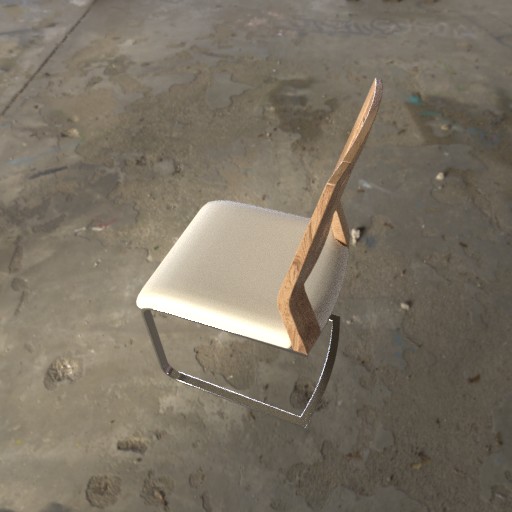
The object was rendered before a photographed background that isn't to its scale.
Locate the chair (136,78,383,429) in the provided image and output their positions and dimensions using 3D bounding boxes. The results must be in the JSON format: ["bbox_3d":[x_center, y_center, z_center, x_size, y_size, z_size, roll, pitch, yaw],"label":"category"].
[{"bbox_3d":[0.000,0.000,1.250,0.561,0.955,0.457,16,49,15],"label":"chair"}]
